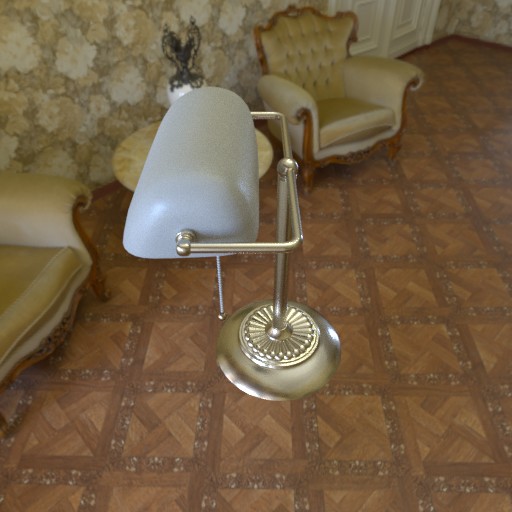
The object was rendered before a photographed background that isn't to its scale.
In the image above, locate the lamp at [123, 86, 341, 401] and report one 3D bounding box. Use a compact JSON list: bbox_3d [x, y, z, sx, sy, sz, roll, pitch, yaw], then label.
[{"bbox_3d":[0.000,0.000,0.525,0.243,0.339,0.264,0,41,0],"label":"lamp"}]
